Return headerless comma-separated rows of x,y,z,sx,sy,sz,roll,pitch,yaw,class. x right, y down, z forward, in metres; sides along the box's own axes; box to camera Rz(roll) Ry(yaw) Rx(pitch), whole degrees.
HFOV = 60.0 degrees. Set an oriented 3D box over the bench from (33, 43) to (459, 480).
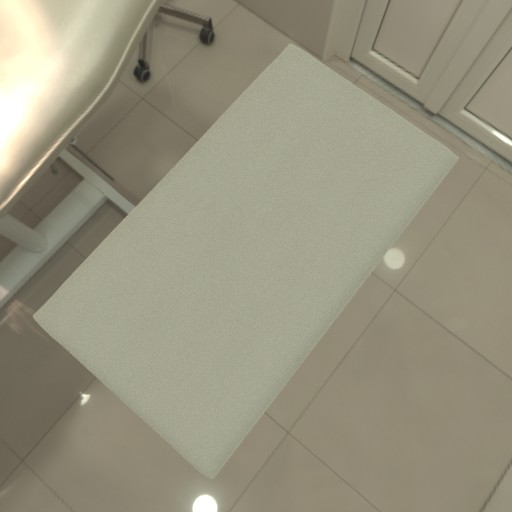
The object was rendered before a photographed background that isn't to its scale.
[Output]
0.000,0.000,1.164,0.500,0.449,0.887,38,78,9,bench
